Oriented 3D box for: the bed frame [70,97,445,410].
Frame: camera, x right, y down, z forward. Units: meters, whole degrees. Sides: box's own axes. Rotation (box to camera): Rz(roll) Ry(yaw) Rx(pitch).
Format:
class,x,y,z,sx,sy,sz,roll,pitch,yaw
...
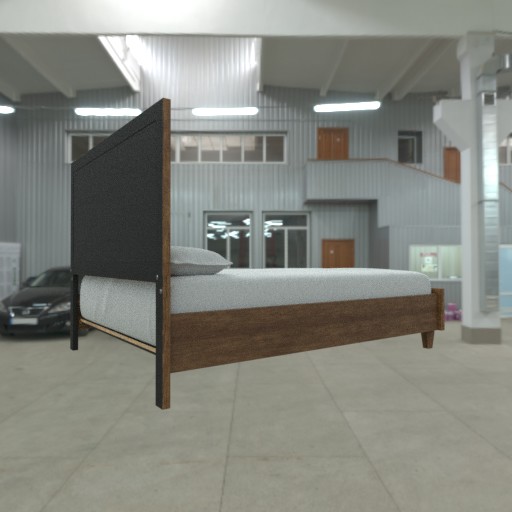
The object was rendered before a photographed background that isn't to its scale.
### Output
class,x,y,z,sx,sy,sz,roll,pitch,yaw
bed frame,0.000,0.000,3.360,2.276,1.417,1.696,0,-1,-36
